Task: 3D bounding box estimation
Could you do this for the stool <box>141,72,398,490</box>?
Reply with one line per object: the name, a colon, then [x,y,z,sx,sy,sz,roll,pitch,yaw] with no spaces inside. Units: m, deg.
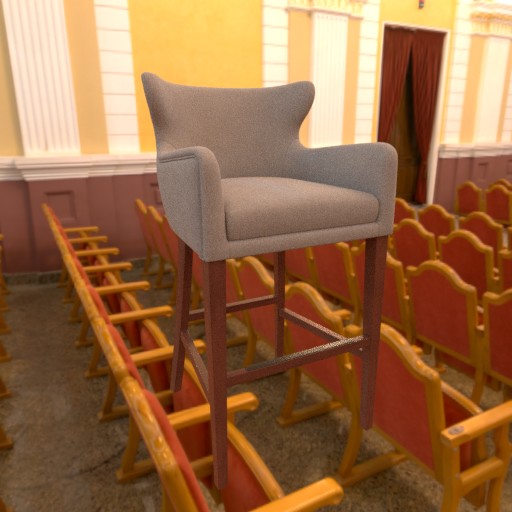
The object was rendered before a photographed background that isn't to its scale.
stool: [0.000,0.000,1.358,0.575,1.047,0.575,-9,19,-27]
